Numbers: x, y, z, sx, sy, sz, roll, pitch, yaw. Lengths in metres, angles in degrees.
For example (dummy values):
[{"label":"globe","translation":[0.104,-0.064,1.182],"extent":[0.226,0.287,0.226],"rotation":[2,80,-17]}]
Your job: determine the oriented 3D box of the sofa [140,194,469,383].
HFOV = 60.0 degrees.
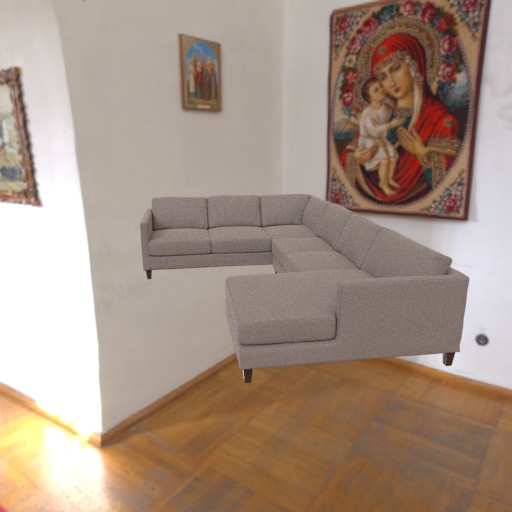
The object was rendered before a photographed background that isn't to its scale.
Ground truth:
[{"label":"sofa","translation":[0.000,0.000,4.529],"extent":[2.424,0.865,3.438],"rotation":[-2,15,-9]}]
